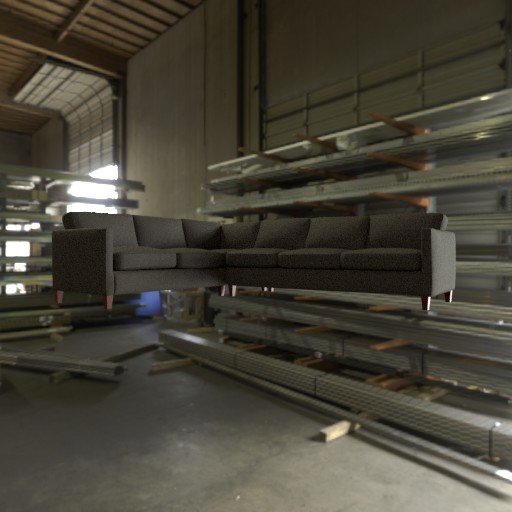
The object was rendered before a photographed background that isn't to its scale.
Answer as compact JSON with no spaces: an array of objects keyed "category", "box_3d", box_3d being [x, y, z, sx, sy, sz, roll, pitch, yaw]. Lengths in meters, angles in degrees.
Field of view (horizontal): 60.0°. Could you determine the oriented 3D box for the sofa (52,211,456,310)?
[{"category":"sofa","box_3d":[0.000,0.000,4.515,3.302,0.947,2.593,0,0,37]}]
